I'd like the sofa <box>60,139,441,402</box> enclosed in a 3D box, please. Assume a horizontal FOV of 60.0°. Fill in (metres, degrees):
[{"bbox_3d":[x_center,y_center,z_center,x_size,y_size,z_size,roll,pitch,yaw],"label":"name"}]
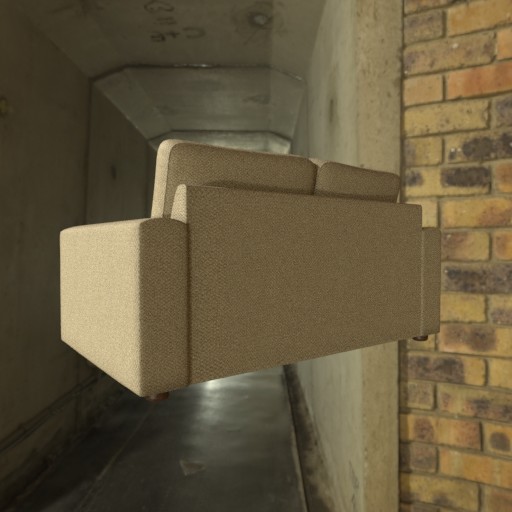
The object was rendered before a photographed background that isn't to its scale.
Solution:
[{"bbox_3d":[0.000,0.000,2.189,1.616,0.873,1.016,-1,2,-36],"label":"sofa"}]
